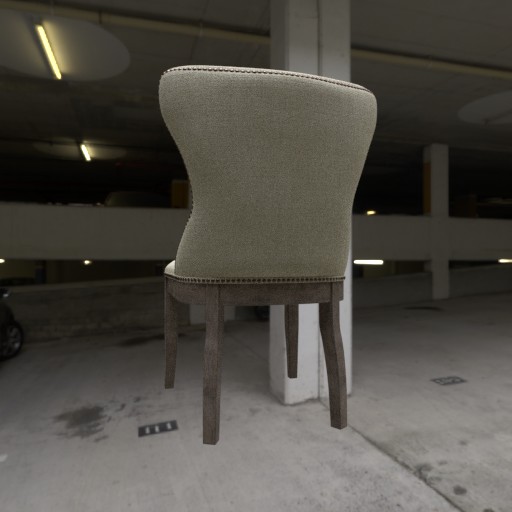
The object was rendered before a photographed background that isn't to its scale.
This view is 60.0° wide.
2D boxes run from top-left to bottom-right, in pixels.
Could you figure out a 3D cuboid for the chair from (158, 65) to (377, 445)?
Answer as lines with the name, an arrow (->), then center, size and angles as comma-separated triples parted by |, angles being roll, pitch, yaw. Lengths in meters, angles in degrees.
chair -> 0.000, 0.000, 1.453 | 0.654, 1.002, 0.681 | 0, 0, -16
